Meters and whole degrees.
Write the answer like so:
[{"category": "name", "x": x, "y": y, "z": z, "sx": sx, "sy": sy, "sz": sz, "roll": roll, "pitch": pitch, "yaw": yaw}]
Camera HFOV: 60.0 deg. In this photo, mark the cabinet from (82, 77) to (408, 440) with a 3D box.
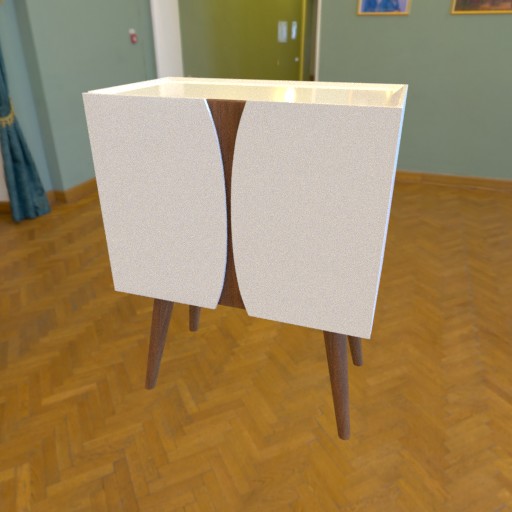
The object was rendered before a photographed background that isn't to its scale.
[{"category": "cabinet", "x": 0.000, "y": 0.000, "z": 1.083, "sx": 0.591, "sy": 0.772, "sz": 0.344, "roll": 9, "pitch": 28, "yaw": 16}]
